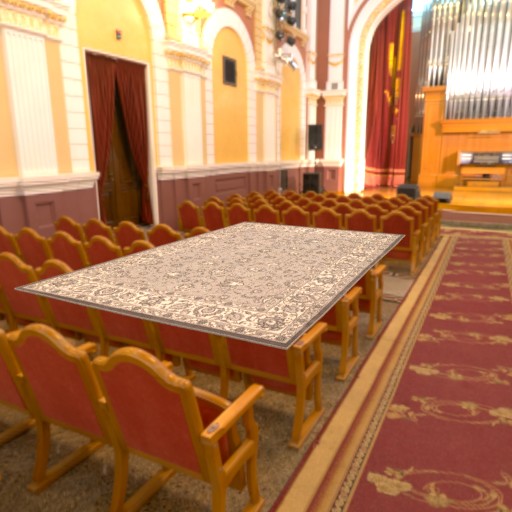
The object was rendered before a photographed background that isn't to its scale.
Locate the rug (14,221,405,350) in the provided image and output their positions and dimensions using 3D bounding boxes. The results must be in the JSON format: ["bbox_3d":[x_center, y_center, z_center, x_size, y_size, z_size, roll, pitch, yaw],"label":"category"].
[{"bbox_3d":[0.000,0.000,2.956,1.524,0.011,2.438,7,15,27],"label":"rug"}]
